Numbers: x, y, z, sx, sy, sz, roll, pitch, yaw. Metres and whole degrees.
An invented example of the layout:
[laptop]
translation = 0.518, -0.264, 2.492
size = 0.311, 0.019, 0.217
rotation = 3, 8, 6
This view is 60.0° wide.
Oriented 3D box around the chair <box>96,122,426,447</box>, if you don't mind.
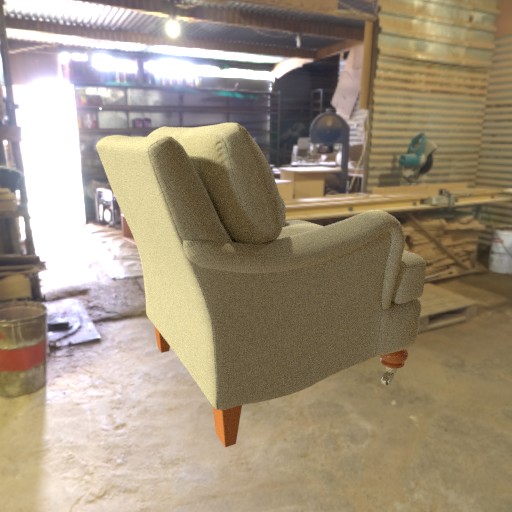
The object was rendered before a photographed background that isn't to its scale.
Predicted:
[chair]
translation = 0.000, 0.000, 1.842
size = 1.070, 1.038, 0.955
rotation = -8, 17, -27
